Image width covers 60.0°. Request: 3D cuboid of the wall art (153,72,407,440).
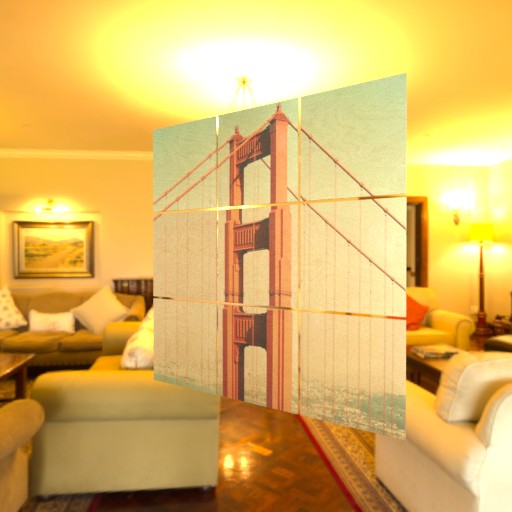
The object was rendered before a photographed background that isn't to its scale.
[{"bbox_3d":[0.000,0.000,2.274,1.517,1.523,0.013,0,1,35],"label":"wall art"}]
